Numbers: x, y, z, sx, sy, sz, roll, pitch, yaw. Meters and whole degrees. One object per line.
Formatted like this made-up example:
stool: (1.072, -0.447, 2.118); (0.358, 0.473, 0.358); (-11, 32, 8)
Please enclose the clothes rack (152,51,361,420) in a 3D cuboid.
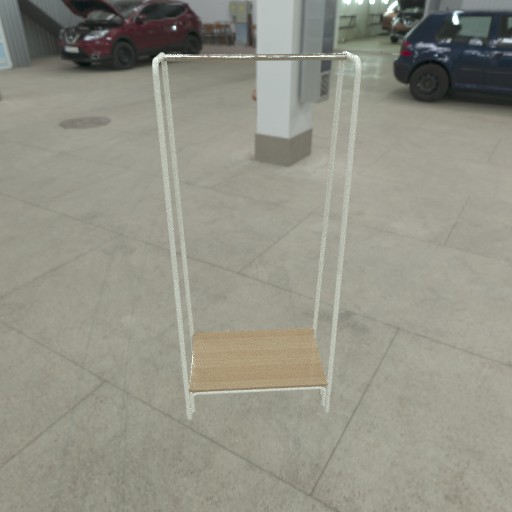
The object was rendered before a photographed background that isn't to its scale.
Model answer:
clothes rack: (0.000, 0.000, 1.803); (0.640, 1.500, 0.400); (-2, 30, -3)
